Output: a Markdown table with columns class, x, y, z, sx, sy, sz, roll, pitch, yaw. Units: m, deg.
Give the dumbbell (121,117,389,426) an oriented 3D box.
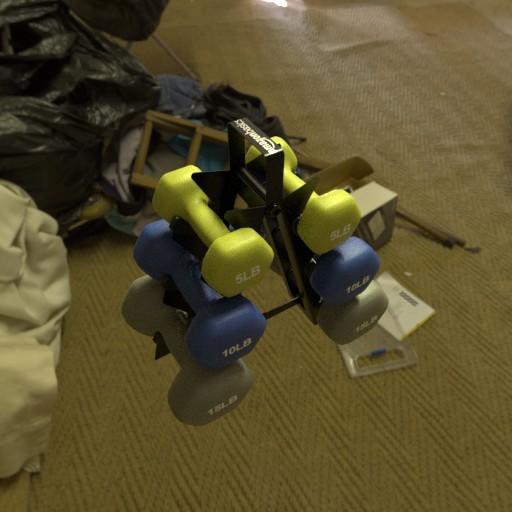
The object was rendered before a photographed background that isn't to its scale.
| class | x | y | z | sx | sy | sz | roll | pitch | yaw |
| --- | --- | --- | --- | --- | --- | --- | --- | --- | --- |
| dumbbell | 0.000 | 0.000 | 0.689 | 0.416 | 0.426 | 0.261 | -24 | 51 | -21 |
